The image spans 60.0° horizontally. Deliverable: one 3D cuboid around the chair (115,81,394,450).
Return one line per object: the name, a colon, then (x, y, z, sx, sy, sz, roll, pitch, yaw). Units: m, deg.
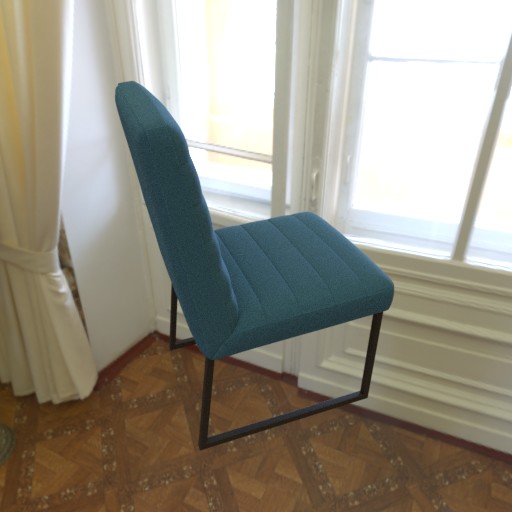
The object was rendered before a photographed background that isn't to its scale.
chair: (0.000, 0.000, 1.293, 0.634, 0.930, 0.520, -11, 32, -17)
